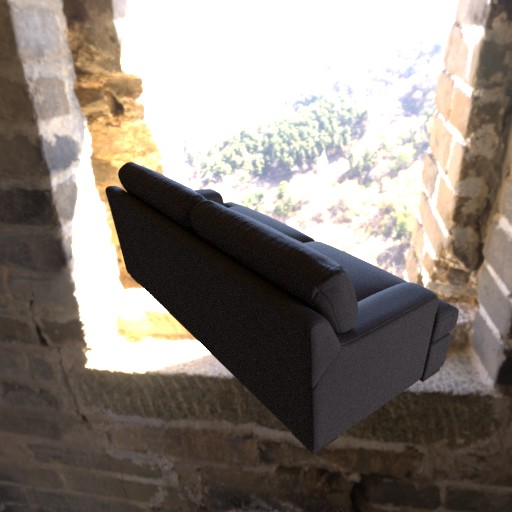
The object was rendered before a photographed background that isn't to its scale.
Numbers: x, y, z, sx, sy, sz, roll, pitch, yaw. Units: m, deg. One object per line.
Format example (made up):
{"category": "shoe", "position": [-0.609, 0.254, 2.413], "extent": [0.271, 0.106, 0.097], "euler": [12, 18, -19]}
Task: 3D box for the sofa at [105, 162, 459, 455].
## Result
{"category": "sofa", "position": [0.000, 0.000, 2.875], "extent": [1.140, 0.950, 2.271], "euler": [-18, 31, -33]}
